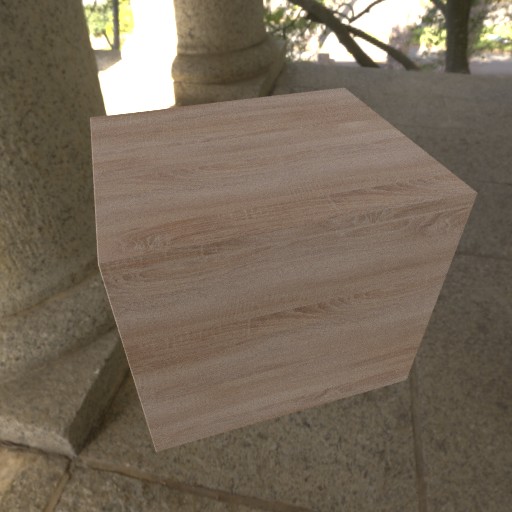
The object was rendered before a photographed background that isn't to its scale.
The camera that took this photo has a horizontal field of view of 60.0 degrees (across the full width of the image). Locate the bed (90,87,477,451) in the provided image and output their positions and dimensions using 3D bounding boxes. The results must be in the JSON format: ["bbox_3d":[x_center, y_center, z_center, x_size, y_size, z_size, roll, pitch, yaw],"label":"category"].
[{"bbox_3d":[0.000,0.000,0.786,0.460,0.420,0.401,-11,42,-13],"label":"bed"}]
